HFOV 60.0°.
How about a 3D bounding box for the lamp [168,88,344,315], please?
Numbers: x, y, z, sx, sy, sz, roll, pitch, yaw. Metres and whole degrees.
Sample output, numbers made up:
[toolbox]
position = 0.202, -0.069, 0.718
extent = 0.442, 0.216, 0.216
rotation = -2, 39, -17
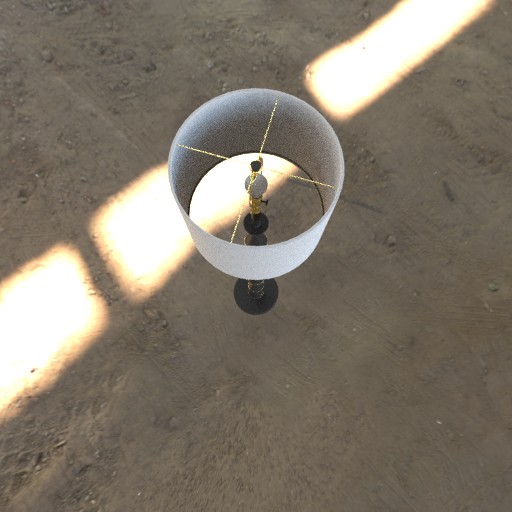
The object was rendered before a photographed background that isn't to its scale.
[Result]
[lamp]
position = 0.000, 0.000, 1.666
extent = 0.381, 1.480, 0.381
rotation = 16, 75, 4
